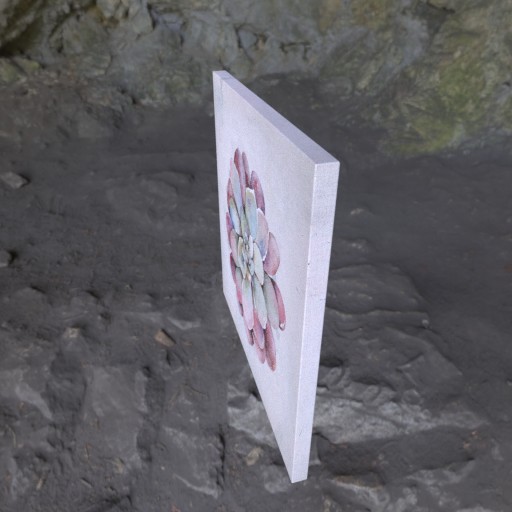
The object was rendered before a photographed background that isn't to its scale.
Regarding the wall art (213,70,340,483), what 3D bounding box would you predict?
[{"bbox_3d":[0.000,0.000,1.128,0.041,0.762,0.762,-8,33,-13],"label":"wall art"}]
